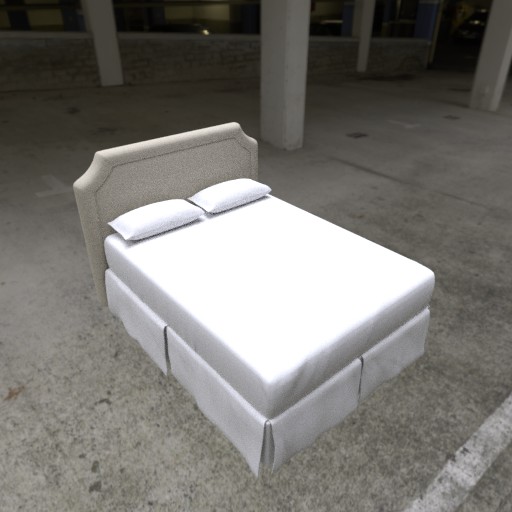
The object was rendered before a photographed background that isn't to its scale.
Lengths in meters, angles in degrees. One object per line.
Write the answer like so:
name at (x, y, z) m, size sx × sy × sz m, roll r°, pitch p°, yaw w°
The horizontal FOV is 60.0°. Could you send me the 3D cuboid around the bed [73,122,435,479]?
bed at (0.000, 0.000, 3.182) m, size 1.693 × 1.290 × 2.116 m, roll -24°, pitch 39°, yaw -34°
